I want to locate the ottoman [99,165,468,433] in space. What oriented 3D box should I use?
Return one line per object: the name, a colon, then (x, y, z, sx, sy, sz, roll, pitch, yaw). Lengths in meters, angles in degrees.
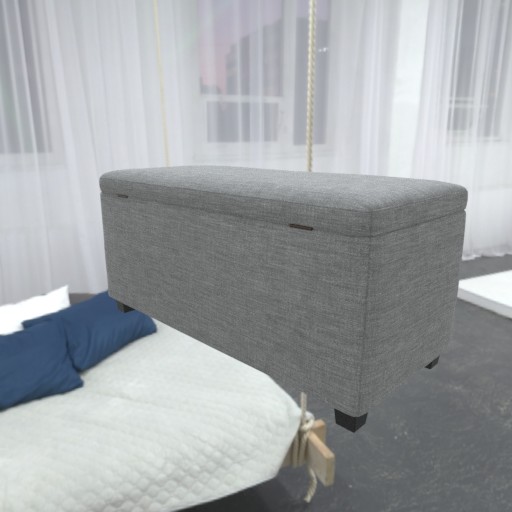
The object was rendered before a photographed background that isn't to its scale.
ottoman: (0.000, 0.000, 1.144, 0.902, 0.432, 0.419, 14, 20, 43)
